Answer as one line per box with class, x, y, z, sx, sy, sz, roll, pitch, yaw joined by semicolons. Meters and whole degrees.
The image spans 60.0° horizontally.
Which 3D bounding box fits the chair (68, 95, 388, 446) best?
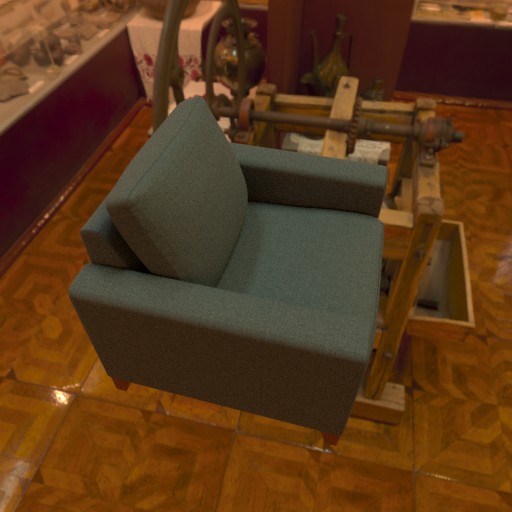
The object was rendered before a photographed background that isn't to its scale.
chair;0.000;0.000;1.857;1.038;1.010;1.024;11;48;10
